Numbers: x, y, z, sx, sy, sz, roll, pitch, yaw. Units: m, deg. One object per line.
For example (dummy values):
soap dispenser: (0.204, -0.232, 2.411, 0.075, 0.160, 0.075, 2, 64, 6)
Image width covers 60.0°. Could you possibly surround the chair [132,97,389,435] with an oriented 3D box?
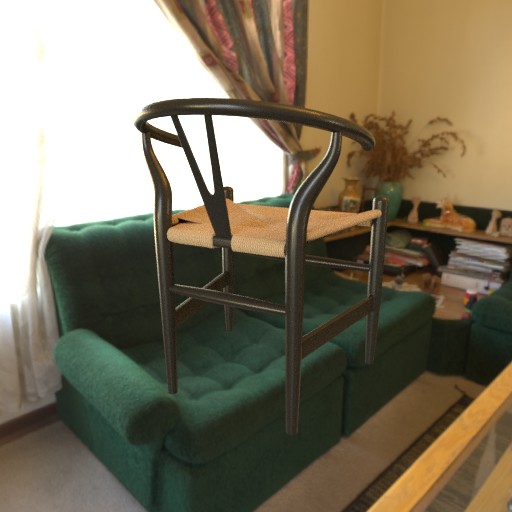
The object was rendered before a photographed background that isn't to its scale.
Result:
chair: (0.000, 0.000, 1.153, 0.570, 0.739, 0.570, 8, 17, 27)
